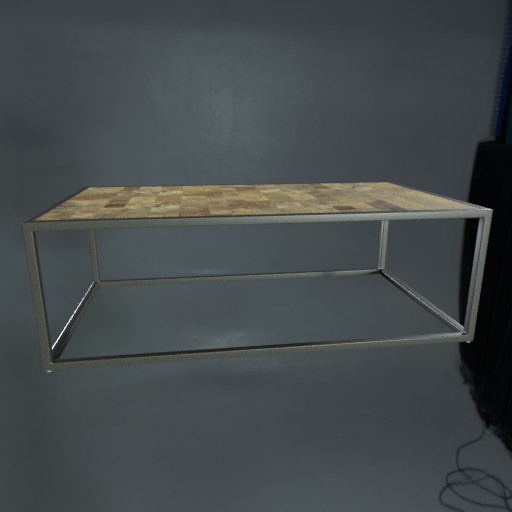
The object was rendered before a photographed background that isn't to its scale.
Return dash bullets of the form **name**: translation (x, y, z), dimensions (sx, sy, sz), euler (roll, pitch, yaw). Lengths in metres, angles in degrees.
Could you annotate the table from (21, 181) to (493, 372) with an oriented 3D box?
- **table**: translation (0.000, 0.000, 1.477), dimensions (1.199, 0.398, 0.649), euler (-2, 16, -8)
